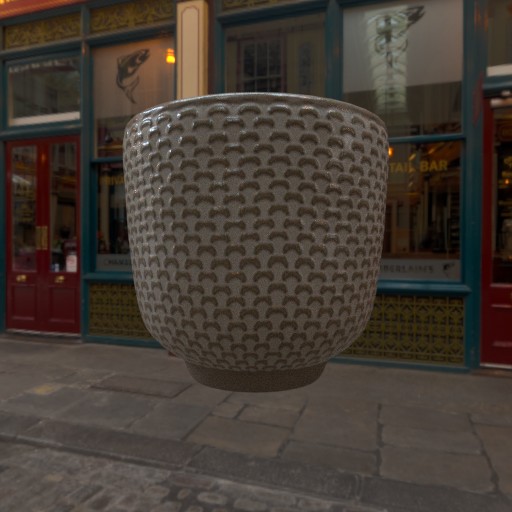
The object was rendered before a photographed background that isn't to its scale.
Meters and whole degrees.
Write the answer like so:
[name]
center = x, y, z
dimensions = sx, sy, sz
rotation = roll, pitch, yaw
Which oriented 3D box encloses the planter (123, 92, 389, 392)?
[planter]
center = 0.000, 0.000, 0.300
dimensions = 0.173, 0.160, 0.173
rotation = 0, 0, 0
